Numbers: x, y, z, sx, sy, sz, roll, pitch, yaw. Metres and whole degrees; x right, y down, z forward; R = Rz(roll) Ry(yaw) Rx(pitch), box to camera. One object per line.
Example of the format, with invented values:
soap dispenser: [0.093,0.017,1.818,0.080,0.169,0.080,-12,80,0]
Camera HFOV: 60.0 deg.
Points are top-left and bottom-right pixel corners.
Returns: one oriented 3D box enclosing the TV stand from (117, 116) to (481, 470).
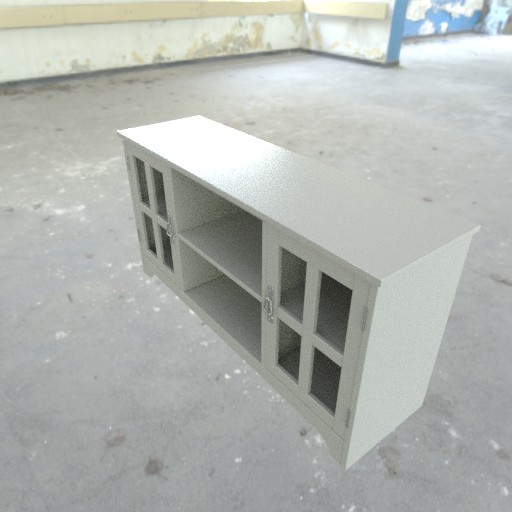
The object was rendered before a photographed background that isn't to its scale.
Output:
TV stand: [0.000,0.000,1.433,0.344,0.603,1.167,-23,38,-32]
